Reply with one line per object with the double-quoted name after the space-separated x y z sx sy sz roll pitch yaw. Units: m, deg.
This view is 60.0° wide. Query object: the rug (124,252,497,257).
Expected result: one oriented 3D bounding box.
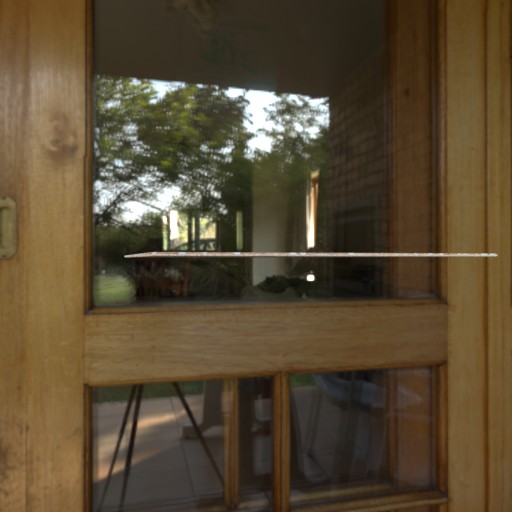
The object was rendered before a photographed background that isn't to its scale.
0.000 0.000 2.263 1.219 0.011 1.829 0 0 -19 "rug"
